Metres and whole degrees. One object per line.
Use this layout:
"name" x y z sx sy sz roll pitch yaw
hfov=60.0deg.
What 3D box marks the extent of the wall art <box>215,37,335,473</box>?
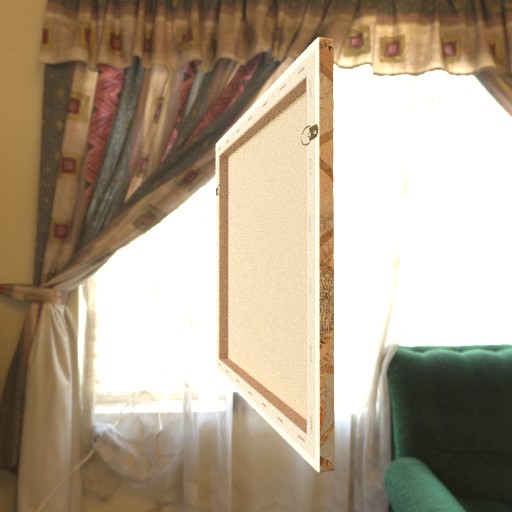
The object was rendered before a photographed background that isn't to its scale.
"wall art" 0.000 0.000 1.357 0.039 0.914 0.912 0 -1 -19
